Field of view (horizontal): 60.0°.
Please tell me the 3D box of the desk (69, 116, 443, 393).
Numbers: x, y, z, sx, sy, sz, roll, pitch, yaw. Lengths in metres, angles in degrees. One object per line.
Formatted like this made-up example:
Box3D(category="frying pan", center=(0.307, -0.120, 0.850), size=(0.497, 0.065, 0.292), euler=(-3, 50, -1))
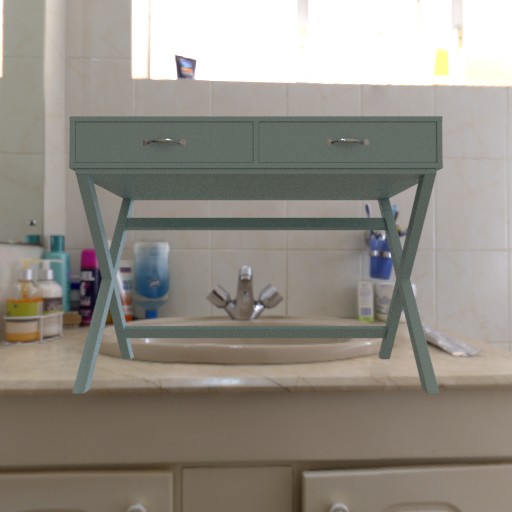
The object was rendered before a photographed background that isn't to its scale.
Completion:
Box3D(category="desk", center=(0.000, 0.000, 1.488), size=(1.057, 0.780, 0.525), euler=(0, -1, 0))
